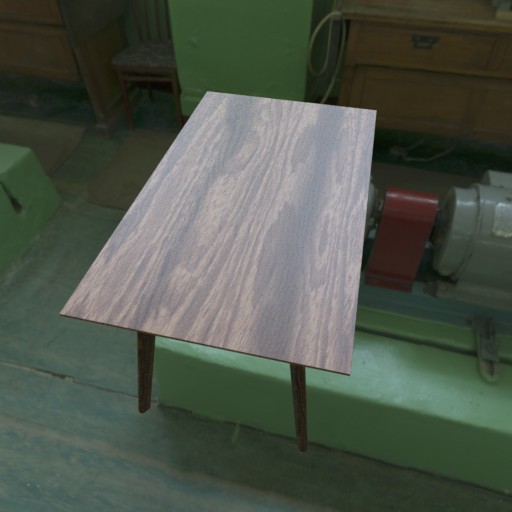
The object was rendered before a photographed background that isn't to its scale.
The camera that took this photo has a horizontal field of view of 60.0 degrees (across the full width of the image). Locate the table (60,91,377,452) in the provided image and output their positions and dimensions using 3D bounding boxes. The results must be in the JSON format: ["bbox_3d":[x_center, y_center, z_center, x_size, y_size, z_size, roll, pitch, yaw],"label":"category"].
[{"bbox_3d":[0.000,0.000,1.878,0.801,0.724,1.349,10,47,9],"label":"table"}]
